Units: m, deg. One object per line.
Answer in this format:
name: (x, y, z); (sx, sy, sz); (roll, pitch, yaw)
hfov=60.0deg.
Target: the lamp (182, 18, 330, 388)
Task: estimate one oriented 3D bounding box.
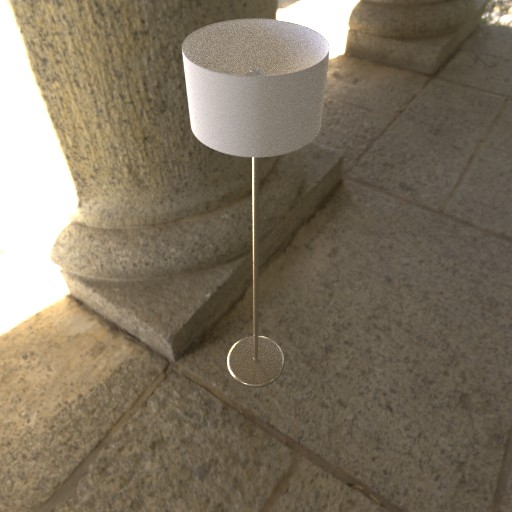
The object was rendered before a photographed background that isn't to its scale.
lamp: (0.000, 0.000, 1.566); (0.347, 1.443, 0.347); (3, 46, 3)
